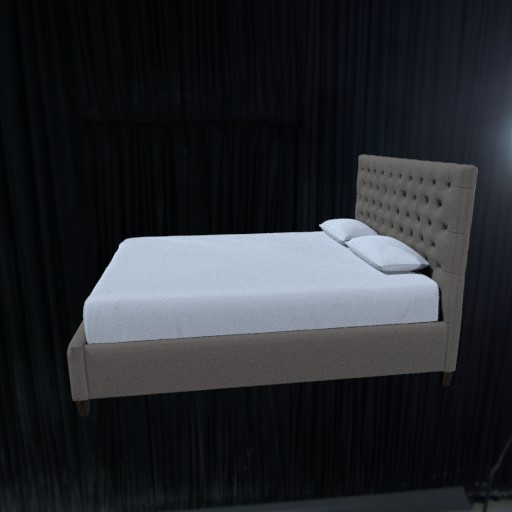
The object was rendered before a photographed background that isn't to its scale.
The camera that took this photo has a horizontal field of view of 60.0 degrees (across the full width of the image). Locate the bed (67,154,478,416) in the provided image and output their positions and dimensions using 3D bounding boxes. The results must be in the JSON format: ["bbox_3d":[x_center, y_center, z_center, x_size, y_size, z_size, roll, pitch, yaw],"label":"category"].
[{"bbox_3d":[0.000,0.000,3.352,2.387,1.427,1.698,-2,15,-8],"label":"bed"}]
